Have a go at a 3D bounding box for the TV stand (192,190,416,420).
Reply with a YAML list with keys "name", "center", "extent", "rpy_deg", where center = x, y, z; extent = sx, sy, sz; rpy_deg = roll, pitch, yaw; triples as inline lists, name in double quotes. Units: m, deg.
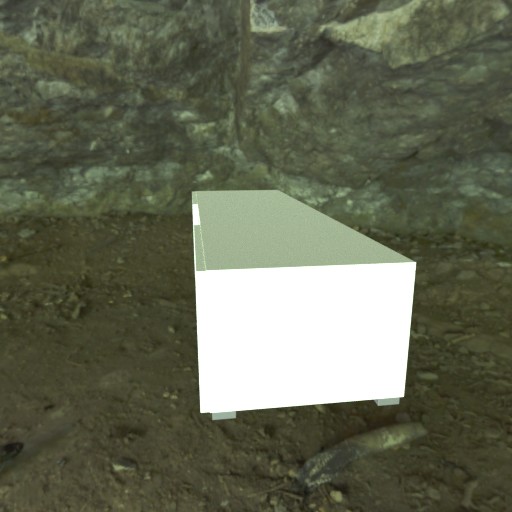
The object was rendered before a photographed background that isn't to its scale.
- name: "TV stand"
  center: [0.000, 0.000, 1.532]
  extent: [0.420, 0.310, 1.400]
  rpy_deg: [-2, 14, -8]
